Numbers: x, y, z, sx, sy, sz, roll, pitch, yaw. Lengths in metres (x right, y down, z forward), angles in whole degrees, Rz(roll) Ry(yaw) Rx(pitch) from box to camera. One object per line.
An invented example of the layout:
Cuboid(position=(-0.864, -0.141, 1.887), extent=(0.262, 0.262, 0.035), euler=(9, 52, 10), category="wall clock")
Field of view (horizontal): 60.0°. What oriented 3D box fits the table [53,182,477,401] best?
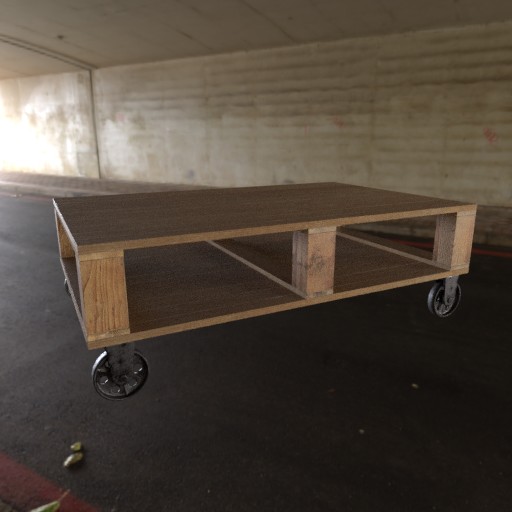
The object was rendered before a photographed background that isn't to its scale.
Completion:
Cuboid(position=(0.000, 0.000, 1.659), extent=(1.299, 0.413, 0.827), euler=(-8, 17, -26), category="table")
